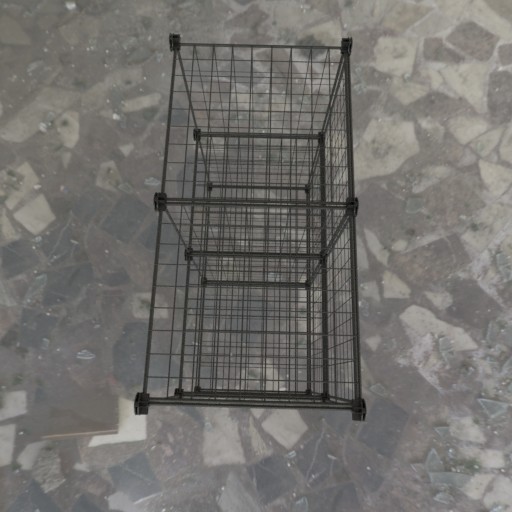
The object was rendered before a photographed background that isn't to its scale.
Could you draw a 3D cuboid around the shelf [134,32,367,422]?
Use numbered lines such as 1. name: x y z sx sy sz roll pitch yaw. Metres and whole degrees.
1. shelf: 0.000 0.000 1.110 0.356 0.711 0.711 1 74 0
